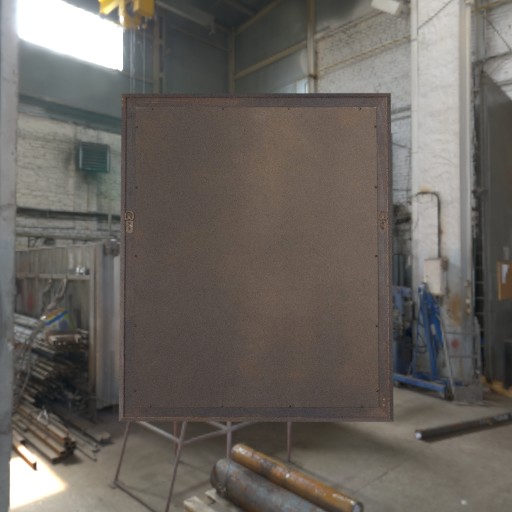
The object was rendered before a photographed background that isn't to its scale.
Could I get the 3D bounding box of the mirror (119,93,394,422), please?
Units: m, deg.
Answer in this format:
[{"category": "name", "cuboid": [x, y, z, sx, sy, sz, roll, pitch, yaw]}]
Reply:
[{"category": "mirror", "cuboid": [0.000, 0.000, 1.206, 0.730, 0.882, 0.032, 0, -2, 0]}]
